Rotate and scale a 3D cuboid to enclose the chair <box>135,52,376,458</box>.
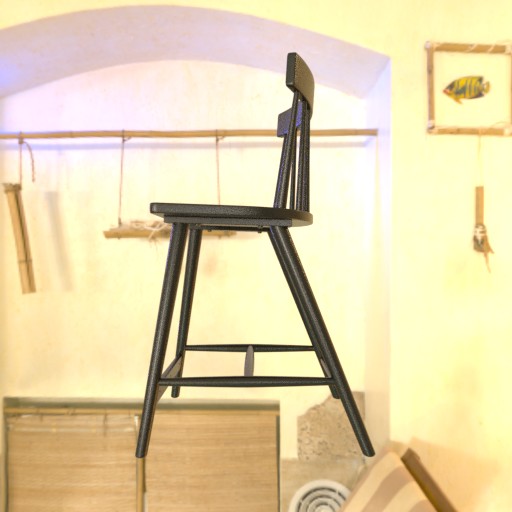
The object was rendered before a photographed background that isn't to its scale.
[{"bbox_3d":[0.000,0.000,1.266,0.572,0.952,0.483,0,0,0],"label":"chair"}]
